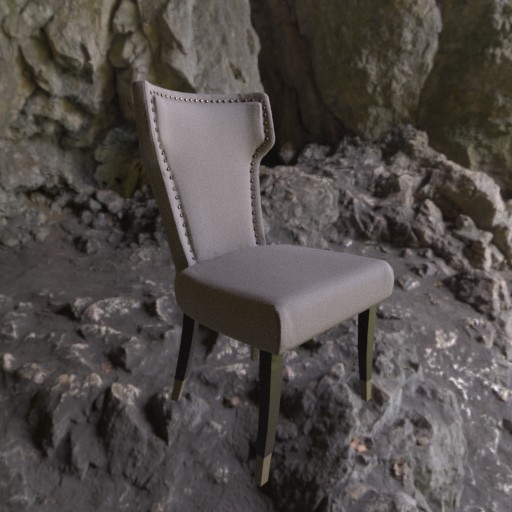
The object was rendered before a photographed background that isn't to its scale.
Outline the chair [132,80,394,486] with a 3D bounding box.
[{"bbox_3d":[0.000,0.000,1.298,0.630,0.955,0.526,14,21,42],"label":"chair"}]
